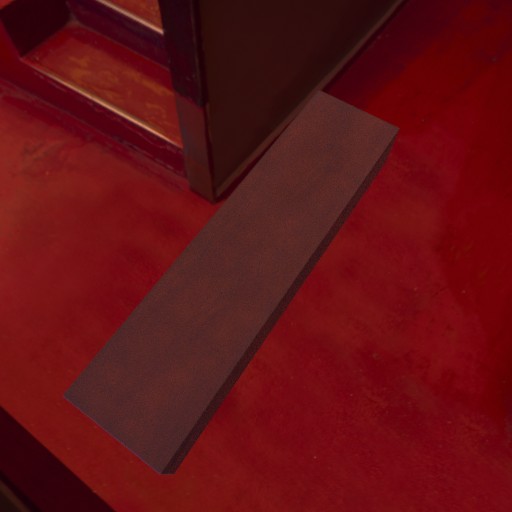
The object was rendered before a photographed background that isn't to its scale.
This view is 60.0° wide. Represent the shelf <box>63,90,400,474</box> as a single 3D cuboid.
[{"bbox_3d":[0.000,0.000,0.664,0.152,0.088,0.607,31,68,14],"label":"shelf"}]
